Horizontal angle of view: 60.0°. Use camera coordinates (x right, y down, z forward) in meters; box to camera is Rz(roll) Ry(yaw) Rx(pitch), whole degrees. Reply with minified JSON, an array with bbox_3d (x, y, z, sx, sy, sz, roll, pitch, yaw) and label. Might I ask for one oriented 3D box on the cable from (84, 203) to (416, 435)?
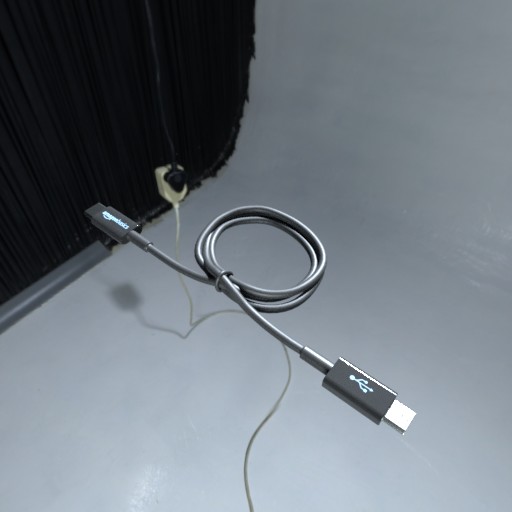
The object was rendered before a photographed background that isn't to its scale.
[{"bbox_3d":[0.000,0.000,0.217,0.192,0.014,0.070,31,54,26],"label":"cable"}]
